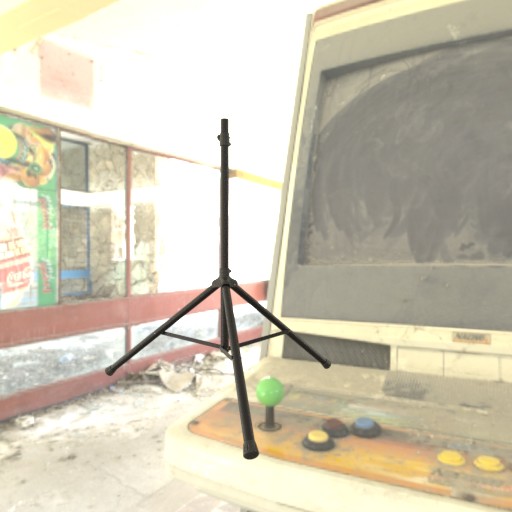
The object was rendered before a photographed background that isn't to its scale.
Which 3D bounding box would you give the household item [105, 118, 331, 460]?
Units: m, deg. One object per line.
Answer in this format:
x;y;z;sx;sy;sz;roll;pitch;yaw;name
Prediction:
0.000;0.000;2.719;1.339;1.595;1.596;0;0;-37;household item
